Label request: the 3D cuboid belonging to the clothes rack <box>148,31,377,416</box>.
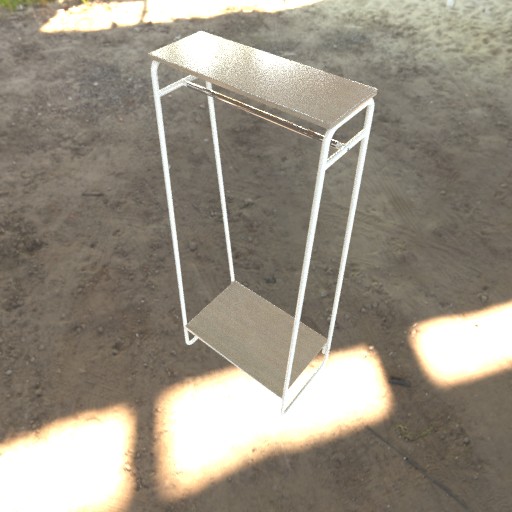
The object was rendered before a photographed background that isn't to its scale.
[{"bbox_3d":[0.000,0.000,1.785,0.640,1.512,0.400,30,54,25],"label":"clothes rack"}]
